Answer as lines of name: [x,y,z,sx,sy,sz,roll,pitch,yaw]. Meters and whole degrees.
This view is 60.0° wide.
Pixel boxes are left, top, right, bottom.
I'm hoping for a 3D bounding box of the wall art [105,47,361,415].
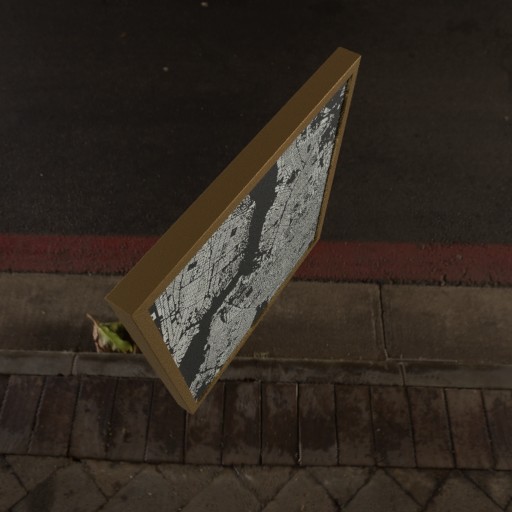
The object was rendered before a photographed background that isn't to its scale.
wall art: [0.000,0.000,0.470,0.023,0.305,0.305,30,64,16]
